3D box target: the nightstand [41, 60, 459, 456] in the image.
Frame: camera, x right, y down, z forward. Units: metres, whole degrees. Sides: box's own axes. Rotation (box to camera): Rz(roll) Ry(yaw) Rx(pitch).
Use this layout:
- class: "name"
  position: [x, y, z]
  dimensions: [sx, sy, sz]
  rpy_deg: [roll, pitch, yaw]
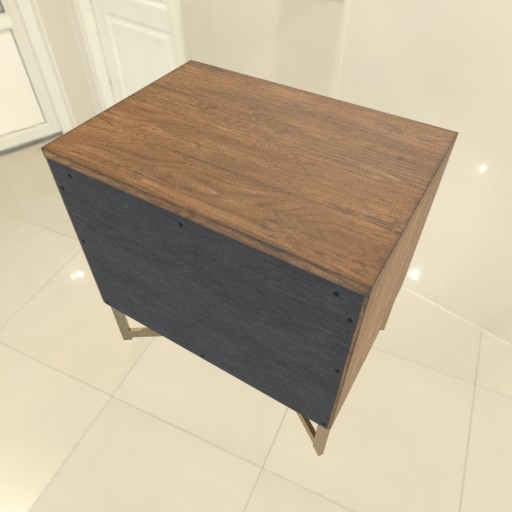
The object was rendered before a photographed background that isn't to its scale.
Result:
- class: "nightstand"
  position: [0.000, 0.000, 1.014]
  dimensions: [0.610, 0.610, 0.446]
  rpy_deg: [24, 51, 21]
